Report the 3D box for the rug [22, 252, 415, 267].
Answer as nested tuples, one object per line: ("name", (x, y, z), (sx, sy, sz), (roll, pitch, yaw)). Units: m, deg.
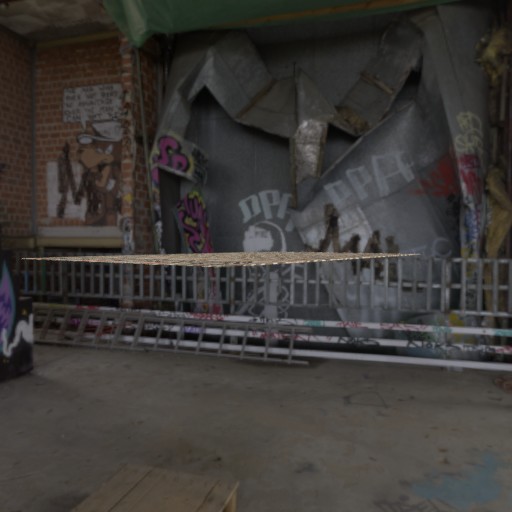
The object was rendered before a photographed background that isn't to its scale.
("rug", (0.000, 0.000, 3.026), (1.524, 0.008, 2.438), (1, 2, 37))
